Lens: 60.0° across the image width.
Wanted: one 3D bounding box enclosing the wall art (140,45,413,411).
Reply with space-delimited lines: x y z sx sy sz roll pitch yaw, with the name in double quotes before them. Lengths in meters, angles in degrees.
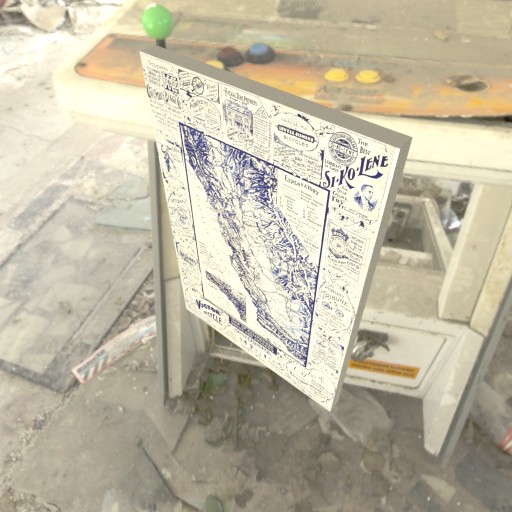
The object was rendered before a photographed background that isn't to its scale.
"wall art" 0.000 0.000 0.963 0.511 0.753 0.039 30 53 26
